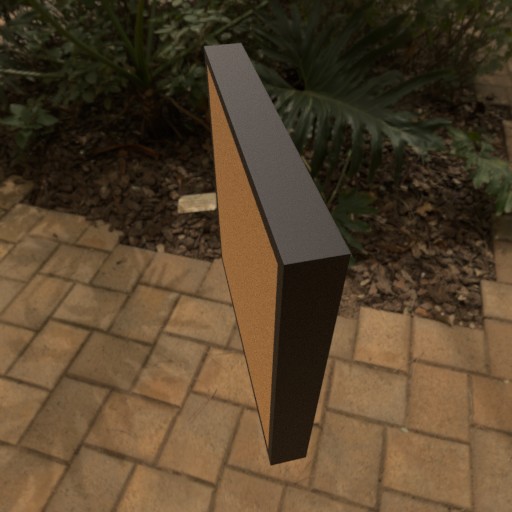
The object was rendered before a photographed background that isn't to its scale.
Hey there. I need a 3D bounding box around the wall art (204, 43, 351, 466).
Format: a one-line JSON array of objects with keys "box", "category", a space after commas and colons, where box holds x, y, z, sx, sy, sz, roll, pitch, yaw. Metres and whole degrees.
[{"box": [0.000, 0.000, 0.452, 0.038, 0.304, 0.305, -9, 47, -9], "category": "wall art"}]
